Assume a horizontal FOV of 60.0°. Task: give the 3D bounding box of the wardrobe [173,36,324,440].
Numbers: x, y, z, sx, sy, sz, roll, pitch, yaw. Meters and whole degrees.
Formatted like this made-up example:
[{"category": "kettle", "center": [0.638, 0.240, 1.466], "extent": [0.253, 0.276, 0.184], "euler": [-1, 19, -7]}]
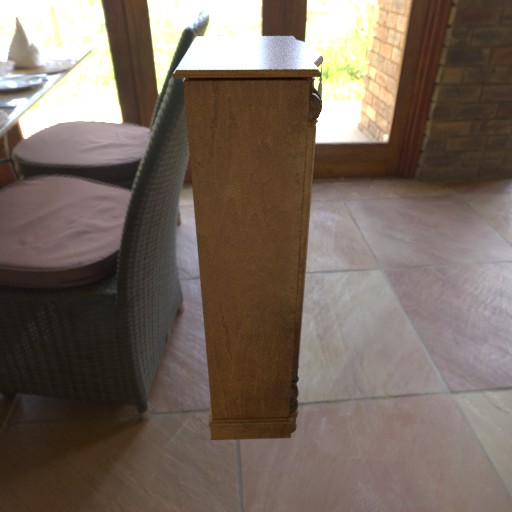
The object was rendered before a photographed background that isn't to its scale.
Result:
[{"category": "wardrobe", "center": [0.000, 0.000, 1.124], "extent": [0.273, 0.959, 0.406], "euler": [-1, 33, -1]}]
